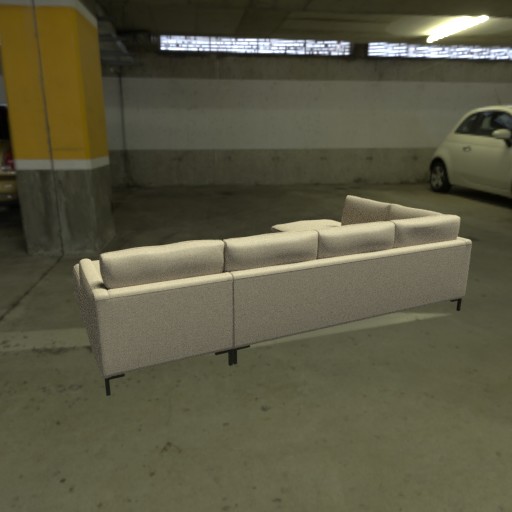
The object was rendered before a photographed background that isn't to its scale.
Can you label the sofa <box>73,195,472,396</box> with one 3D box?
[{"bbox_3d":[0.000,0.000,3.580,2.737,0.756,1.879,-7,17,-25],"label":"sofa"}]
